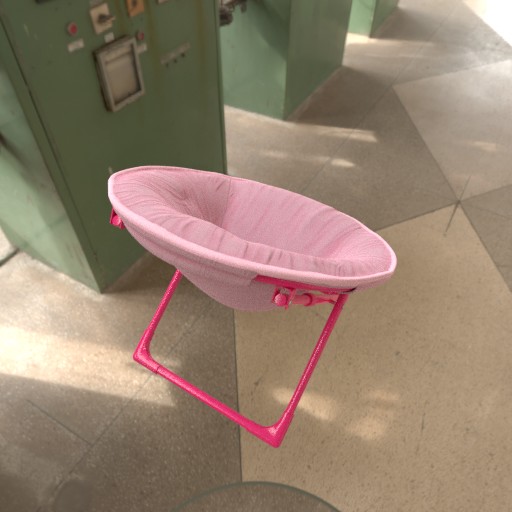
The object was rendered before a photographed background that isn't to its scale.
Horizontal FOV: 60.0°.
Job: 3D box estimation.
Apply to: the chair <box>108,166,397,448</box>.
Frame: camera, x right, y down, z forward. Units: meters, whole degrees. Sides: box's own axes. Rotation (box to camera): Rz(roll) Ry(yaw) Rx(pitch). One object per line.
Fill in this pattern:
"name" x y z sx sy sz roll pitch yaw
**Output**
"chair" 0.000 0.000 0.883 0.522 0.494 0.459 24 52 21
